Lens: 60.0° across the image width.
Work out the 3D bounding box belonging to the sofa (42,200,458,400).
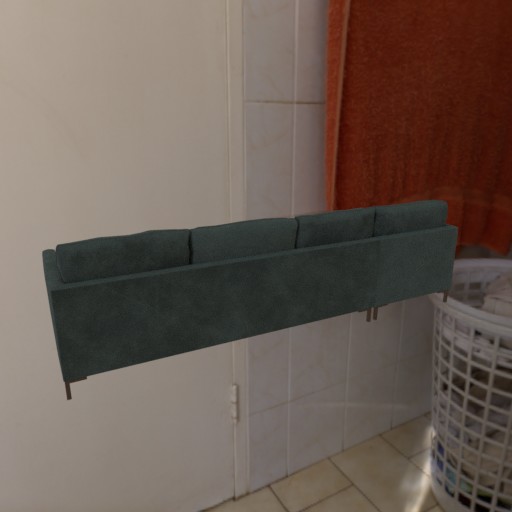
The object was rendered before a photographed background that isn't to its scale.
[{"bbox_3d":[0.000,0.000,3.940,3.400,0.967,1.500,-9,19,-26],"label":"sofa"}]
